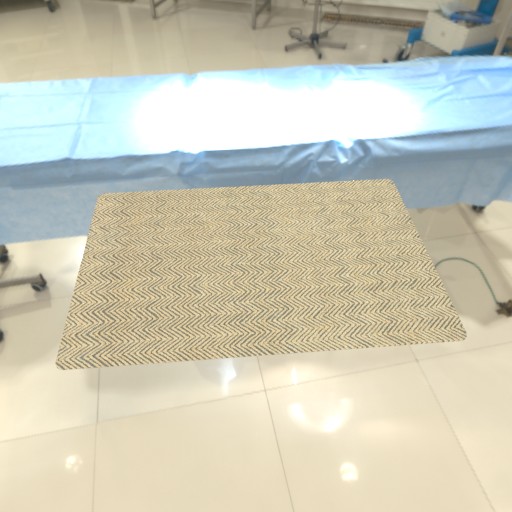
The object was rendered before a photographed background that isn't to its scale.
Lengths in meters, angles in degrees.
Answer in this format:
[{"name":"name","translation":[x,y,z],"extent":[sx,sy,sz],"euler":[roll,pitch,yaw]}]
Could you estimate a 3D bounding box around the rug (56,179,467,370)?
[{"name":"rug","translation":[0.000,0.000,2.250],"extent":[1.752,0.008,1.144],"euler":[-3,47,-3]}]
